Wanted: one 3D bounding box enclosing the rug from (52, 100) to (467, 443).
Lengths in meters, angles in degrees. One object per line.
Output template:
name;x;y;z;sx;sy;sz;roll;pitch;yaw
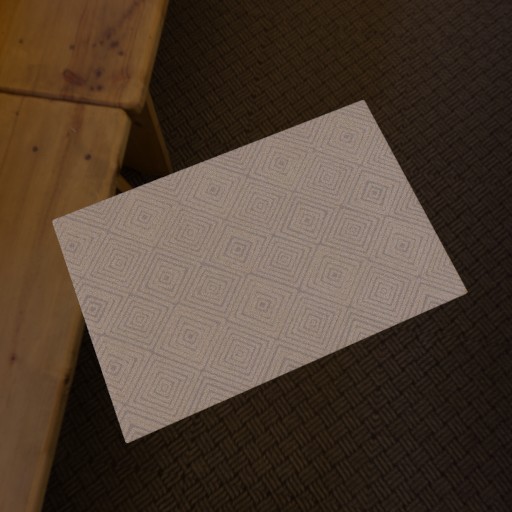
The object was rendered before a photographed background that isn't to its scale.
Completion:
rug;0.000;0.000;2.199;1.753;0.008;1.143;-22;78;-5
